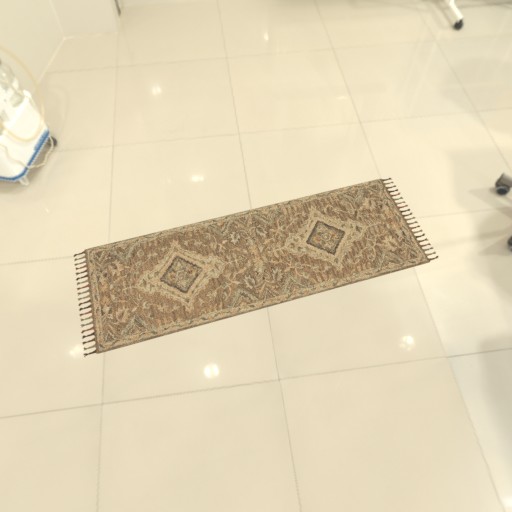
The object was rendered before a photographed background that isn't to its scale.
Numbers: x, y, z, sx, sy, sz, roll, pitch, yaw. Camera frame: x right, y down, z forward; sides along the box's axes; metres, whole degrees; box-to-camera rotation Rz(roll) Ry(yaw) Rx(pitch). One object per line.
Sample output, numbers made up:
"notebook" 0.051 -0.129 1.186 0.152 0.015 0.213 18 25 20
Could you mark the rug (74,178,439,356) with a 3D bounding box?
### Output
"rug" 0.000 0.000 2.885 2.378 0.018 1.324 -1 59 0
